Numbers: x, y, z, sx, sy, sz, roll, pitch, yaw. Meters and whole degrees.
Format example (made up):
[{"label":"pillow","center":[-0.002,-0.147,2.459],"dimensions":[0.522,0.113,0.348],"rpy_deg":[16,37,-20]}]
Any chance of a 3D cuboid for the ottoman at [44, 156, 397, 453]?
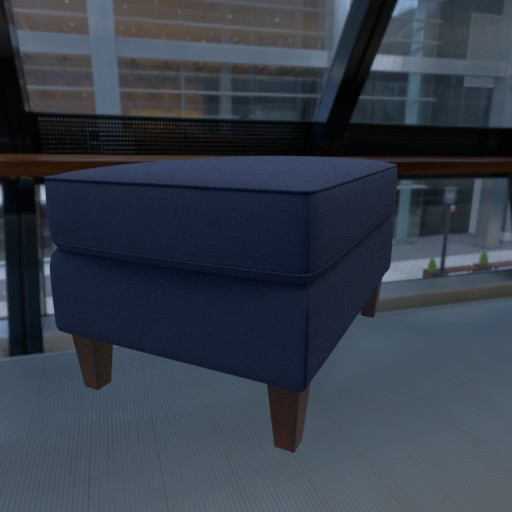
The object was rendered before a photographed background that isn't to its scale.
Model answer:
[{"label":"ottoman","center":[0.000,0.000,1.355],"dimensions":[0.686,0.584,0.965],"rpy_deg":[7,16,25]}]
